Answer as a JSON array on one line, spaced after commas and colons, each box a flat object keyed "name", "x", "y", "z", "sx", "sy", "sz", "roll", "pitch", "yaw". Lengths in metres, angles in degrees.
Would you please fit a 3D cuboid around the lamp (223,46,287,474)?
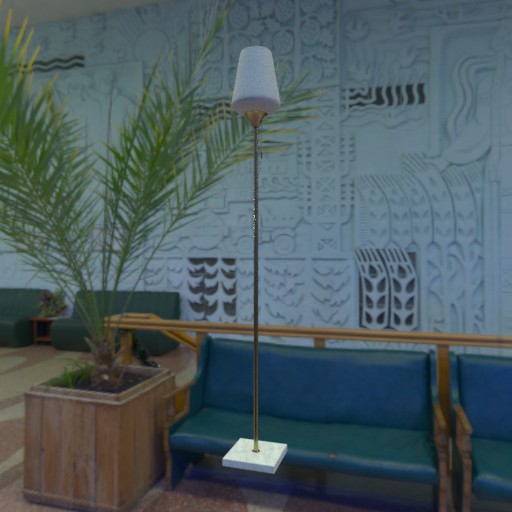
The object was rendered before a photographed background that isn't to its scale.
[{"name": "lamp", "x": 0.000, "y": 0.000, "z": 1.985, "sx": 0.232, "sy": 1.813, "sz": 0.229, "roll": 0, "pitch": 0, "yaw": 18}]
